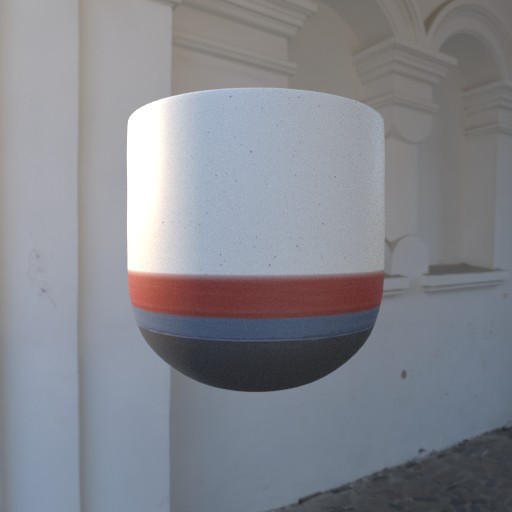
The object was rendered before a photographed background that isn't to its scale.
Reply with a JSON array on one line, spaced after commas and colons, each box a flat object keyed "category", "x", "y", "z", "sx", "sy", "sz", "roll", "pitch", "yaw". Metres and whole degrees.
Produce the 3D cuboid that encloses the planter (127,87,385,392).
[{"category": "planter", "x": 0.000, "y": 0.000, "z": 0.481, "sx": 0.268, "sy": 0.270, "sz": 0.268, "roll": 0, "pitch": 1, "yaw": 0}]
